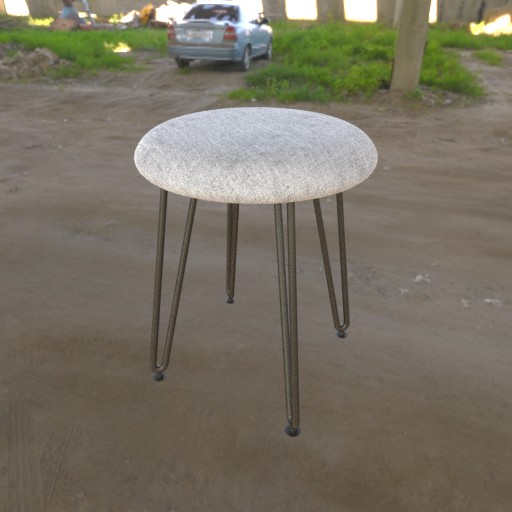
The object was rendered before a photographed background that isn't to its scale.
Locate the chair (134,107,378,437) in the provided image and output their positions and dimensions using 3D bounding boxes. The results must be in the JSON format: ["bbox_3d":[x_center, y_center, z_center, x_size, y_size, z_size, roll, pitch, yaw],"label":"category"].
[{"bbox_3d":[0.000,0.000,0.657,0.350,0.386,0.350,-9,31,-16],"label":"chair"}]
